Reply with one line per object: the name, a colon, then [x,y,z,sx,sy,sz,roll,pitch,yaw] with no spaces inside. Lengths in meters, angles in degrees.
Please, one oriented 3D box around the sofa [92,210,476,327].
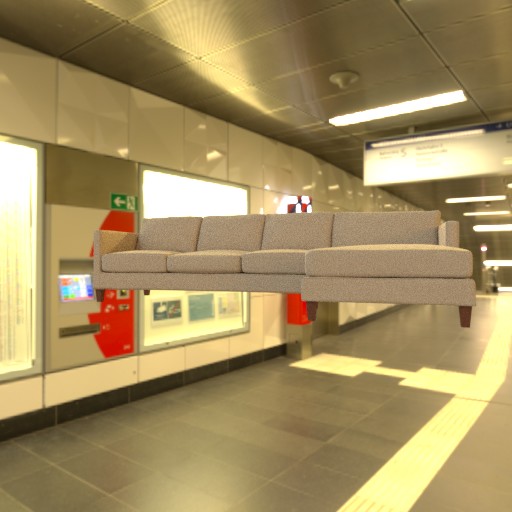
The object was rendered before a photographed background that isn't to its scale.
sofa: [0.000,0.000,3.803,3.186,0.861,1.625,0,-1,18]
